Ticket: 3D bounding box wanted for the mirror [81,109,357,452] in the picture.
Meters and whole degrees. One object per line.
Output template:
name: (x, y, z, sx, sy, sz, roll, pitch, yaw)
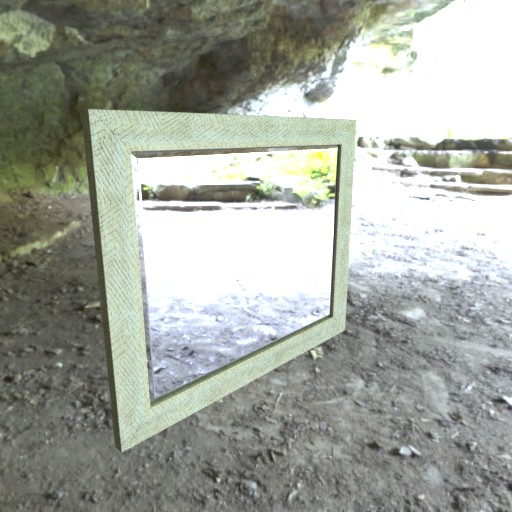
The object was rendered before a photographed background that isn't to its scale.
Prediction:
mirror: (0.000, 0.000, 1.136, 0.028, 0.689, 0.839, 15, 21, 42)
